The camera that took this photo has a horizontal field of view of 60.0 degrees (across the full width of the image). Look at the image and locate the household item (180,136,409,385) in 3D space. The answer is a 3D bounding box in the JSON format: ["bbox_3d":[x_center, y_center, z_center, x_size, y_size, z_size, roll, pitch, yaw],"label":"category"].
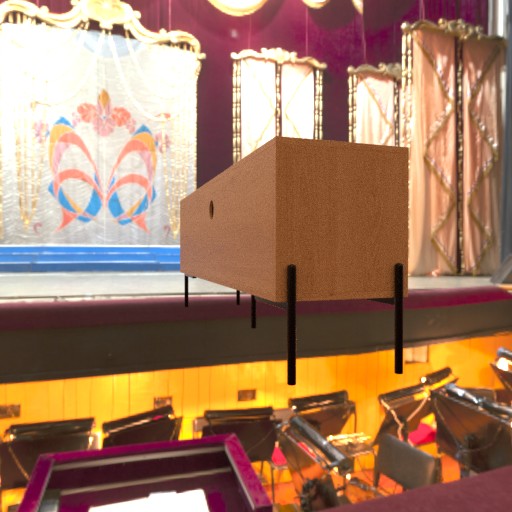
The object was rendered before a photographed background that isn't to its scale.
[{"bbox_3d":[0.000,0.000,1.846,0.400,0.600,1.550,0,1,-18],"label":"household item"}]
